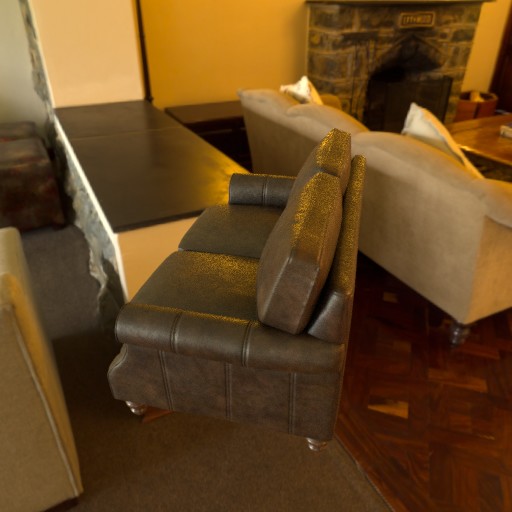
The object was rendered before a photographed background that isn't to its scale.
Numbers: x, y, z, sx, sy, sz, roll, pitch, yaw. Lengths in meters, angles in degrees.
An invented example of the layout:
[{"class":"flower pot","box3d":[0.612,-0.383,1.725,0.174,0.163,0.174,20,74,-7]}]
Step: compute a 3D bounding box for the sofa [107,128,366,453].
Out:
[{"class":"sofa","box3d":[0.000,0.000,2.248,0.990,0.976,1.616,7,31,12]}]
